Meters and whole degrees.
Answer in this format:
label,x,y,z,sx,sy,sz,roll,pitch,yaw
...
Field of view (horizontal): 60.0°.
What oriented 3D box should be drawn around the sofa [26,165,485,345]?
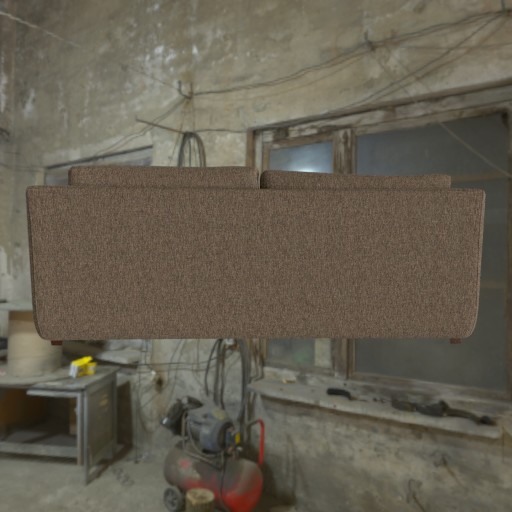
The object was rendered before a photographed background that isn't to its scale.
label,x,y,z,sx,sy,sz,roll,pitch,yaw
sofa,0.000,0.000,2.833,2.418,0.998,1.103,0,-1,-2
